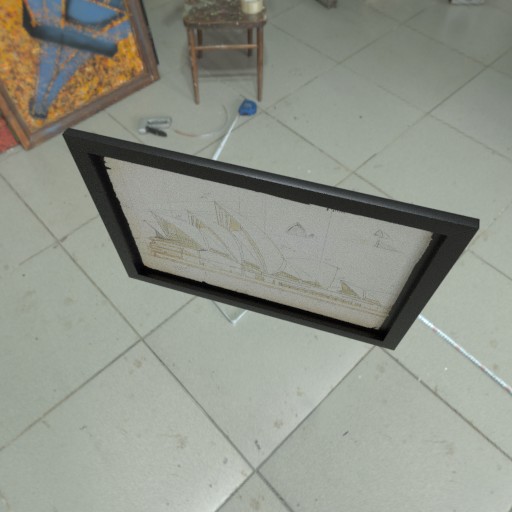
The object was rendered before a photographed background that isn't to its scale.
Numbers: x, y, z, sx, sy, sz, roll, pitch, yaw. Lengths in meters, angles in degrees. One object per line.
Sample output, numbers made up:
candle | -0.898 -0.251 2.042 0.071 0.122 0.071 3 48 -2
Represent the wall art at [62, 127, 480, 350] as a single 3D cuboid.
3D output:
wall art | 0.000 0.000 0.580 0.440 0.306 0.013 14 58 9
